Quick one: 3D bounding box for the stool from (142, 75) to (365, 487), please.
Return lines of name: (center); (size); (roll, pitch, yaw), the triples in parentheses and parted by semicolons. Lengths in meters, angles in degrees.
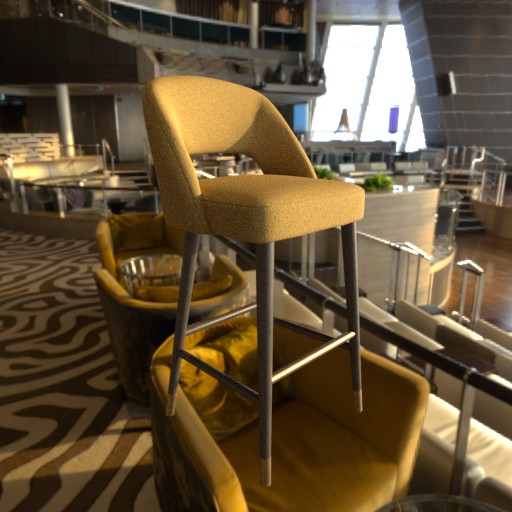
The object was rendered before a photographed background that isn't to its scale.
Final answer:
stool: (0.000, 0.000, 1.316); (0.522, 1.032, 0.536); (15, 21, 42)
